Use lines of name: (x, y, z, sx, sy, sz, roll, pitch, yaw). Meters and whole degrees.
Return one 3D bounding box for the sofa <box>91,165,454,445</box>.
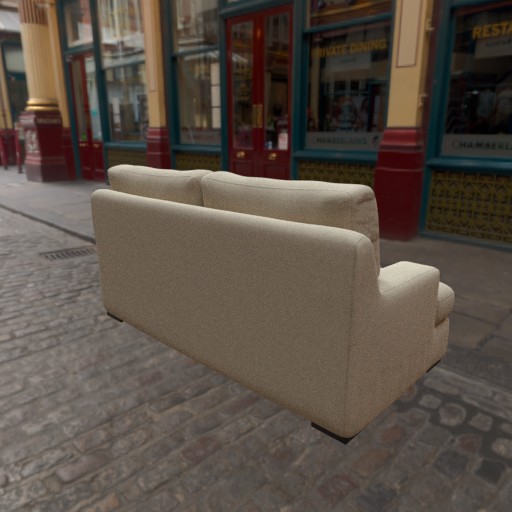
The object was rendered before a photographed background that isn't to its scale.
sofa: (0.000, 0.000, 2.457, 1.885, 0.967, 0.962, 14, 21, 42)
